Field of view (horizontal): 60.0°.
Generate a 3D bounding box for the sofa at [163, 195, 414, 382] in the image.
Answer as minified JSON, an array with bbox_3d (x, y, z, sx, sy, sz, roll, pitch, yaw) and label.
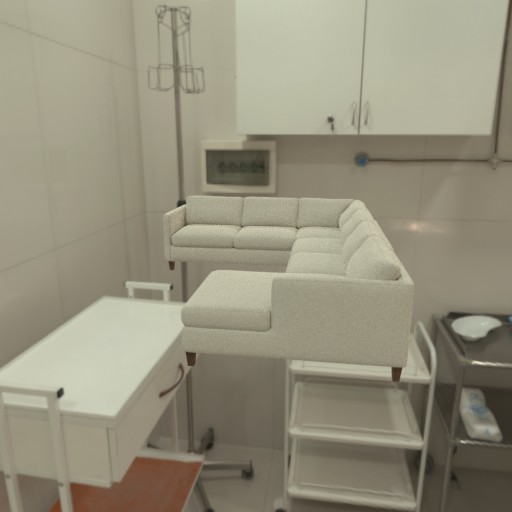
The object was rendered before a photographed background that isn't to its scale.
[{"bbox_3d":[0.000,0.000,4.572,2.551,0.853,3.238,2,15,8],"label":"sofa"}]
